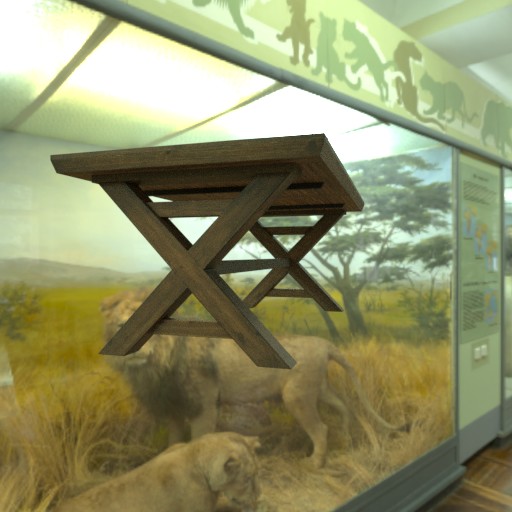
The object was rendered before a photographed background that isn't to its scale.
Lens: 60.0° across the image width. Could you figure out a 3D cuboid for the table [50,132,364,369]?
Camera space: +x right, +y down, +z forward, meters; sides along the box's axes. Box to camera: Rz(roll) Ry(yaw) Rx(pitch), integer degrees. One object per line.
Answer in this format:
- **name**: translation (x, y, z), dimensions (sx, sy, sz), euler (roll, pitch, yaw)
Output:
- **table**: translation (0.000, 0.000, 2.511), dimensions (1.071, 0.793, 1.966), euler (0, 0, 17)
